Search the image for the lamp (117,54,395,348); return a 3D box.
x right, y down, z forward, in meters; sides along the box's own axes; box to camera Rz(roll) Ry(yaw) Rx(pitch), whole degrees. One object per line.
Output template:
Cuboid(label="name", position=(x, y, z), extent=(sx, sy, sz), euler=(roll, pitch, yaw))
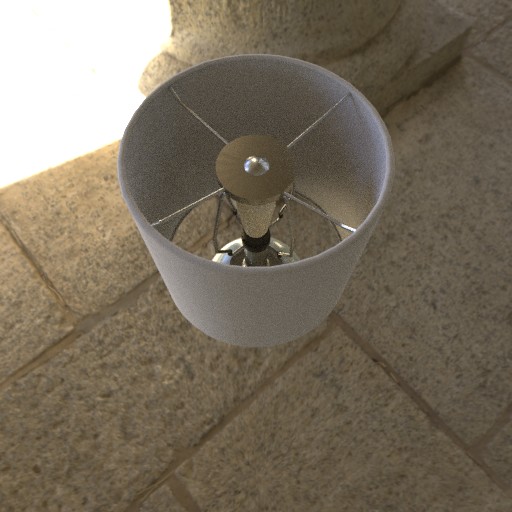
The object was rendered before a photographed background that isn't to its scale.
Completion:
Cuboid(label="lamp", position=(0.000, 0.000, 0.479), extent=(0.201, 0.353, 0.201), euler=(18, 65, 9))
